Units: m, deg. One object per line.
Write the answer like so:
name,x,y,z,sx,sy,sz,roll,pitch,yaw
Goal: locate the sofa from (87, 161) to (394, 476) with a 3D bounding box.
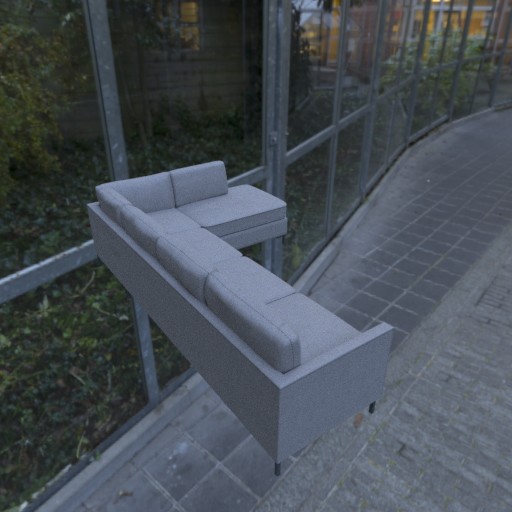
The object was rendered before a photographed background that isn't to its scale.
sofa,0.000,0.000,4.156,2.077,0.964,3.331,-18,33,-31
